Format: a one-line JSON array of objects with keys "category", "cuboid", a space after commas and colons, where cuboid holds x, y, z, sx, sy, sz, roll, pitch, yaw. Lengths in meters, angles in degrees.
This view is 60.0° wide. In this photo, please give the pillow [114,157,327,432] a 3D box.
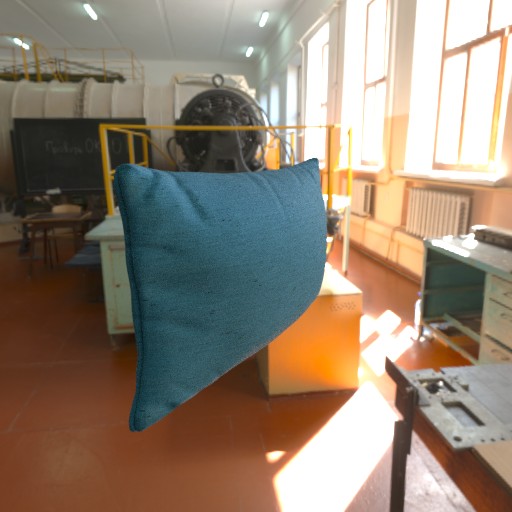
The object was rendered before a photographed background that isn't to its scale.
[{"category": "pillow", "cuboid": [0.000, 0.000, 0.793, 0.210, 0.338, 0.633, 7, 15, 27]}]
